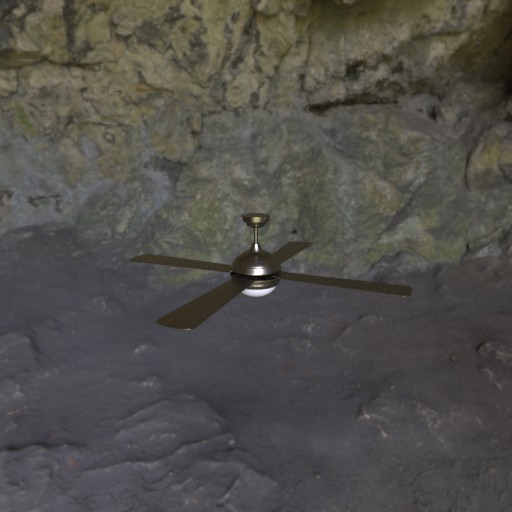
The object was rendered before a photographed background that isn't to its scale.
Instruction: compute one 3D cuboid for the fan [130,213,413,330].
[{"bbox_3d":[0.000,0.000,2.047,1.321,0.381,1.321,14,20,43],"label":"fan"}]
